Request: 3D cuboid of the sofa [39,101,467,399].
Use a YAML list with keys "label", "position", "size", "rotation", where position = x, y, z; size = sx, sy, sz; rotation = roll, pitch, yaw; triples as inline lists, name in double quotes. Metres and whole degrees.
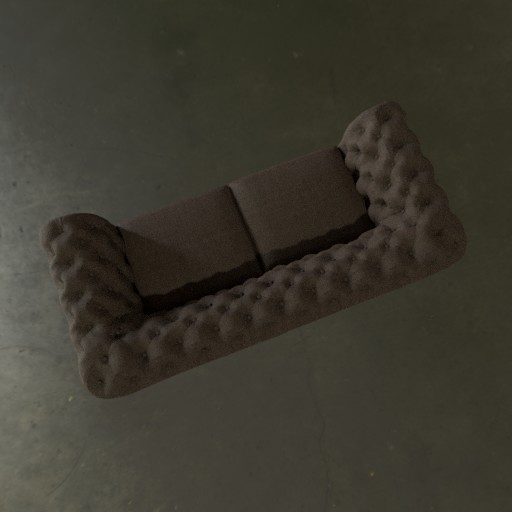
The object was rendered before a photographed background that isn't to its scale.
- label: "sofa"
  position: [0.000, 0.000, 2.524]
  size: [2.048, 0.780, 0.944]
  rotation: [-21, 78, -5]
